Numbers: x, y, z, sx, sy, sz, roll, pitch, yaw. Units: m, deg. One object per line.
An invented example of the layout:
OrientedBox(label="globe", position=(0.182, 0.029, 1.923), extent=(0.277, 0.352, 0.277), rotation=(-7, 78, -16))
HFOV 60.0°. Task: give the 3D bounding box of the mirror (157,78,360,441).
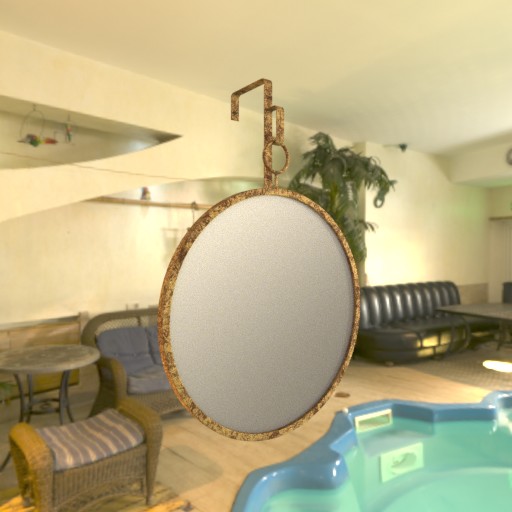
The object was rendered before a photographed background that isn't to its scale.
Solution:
OrientedBox(label="mirror", position=(0.000, 0.000, 0.844), extent=(0.447, 0.651, 0.144), rotation=(-1, 1, -37))
